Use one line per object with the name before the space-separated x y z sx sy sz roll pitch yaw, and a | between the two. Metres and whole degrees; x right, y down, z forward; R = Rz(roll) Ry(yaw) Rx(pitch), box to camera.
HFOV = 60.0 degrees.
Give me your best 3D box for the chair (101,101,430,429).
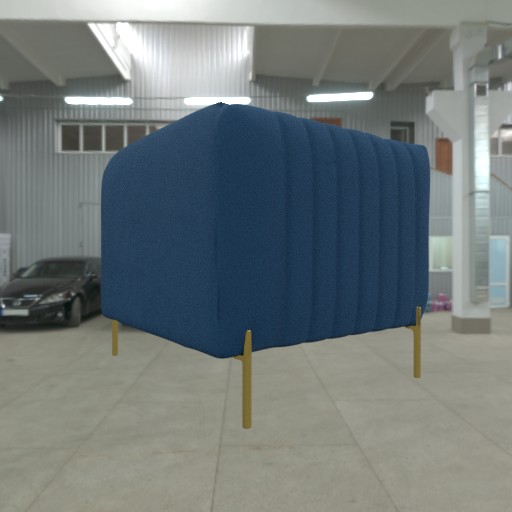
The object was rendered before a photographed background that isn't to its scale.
chair | 0.000 0.000 1.618 0.877 0.793 0.947 0 1 -37
